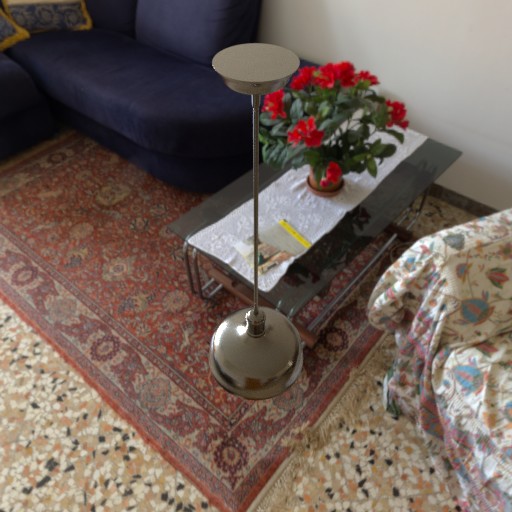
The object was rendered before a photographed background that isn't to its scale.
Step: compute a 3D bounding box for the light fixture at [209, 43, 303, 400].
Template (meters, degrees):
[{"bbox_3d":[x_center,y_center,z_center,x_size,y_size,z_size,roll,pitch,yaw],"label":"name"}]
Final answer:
[{"bbox_3d":[0.000,0.000,1.065,0.299,0.935,0.299,3,47,3],"label":"light fixture"}]
